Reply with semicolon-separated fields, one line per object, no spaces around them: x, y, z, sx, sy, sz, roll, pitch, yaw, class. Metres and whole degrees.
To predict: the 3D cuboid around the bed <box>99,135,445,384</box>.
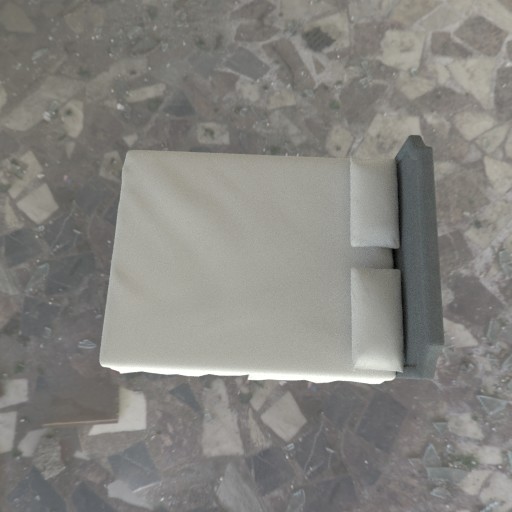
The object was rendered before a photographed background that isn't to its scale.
0.000;0.000;3.623;2.464;1.306;1.977;3;75;1;bed
